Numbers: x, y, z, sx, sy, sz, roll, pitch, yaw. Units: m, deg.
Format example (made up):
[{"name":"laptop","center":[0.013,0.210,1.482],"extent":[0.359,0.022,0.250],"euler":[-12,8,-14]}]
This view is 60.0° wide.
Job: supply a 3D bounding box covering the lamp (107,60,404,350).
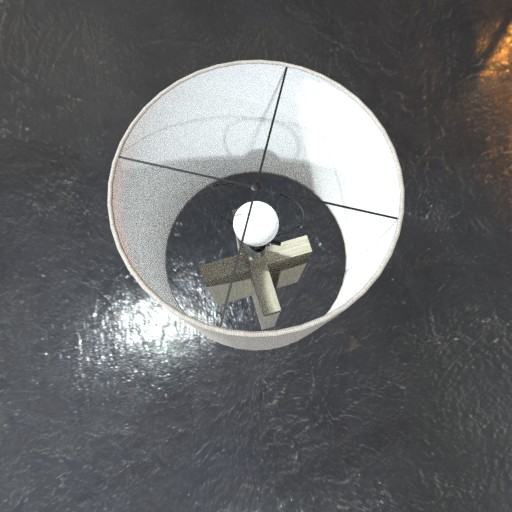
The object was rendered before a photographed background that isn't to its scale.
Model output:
[{"name":"lamp","center":[0.000,0.000,0.547],"extent":[0.229,0.428,0.229],"euler":[-16,76,-4]}]
